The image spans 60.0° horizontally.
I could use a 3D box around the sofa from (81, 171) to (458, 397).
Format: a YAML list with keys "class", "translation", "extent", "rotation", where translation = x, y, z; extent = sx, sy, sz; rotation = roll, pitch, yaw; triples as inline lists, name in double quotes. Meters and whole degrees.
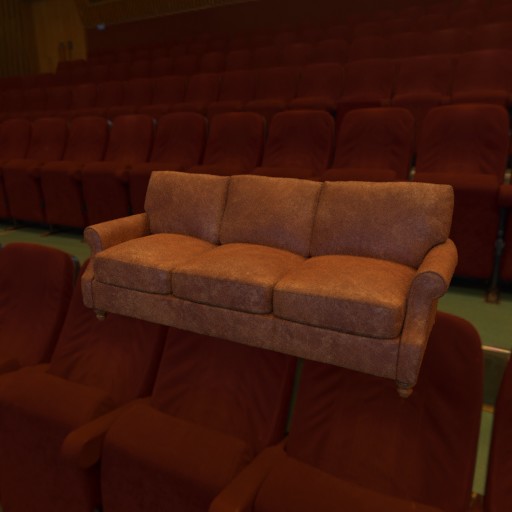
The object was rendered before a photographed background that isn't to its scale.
- class: "sofa"
  translation: [0.000, 0.000, 2.861]
  extent: [2.351, 0.977, 0.973]
  rotation: [8, 17, 26]
